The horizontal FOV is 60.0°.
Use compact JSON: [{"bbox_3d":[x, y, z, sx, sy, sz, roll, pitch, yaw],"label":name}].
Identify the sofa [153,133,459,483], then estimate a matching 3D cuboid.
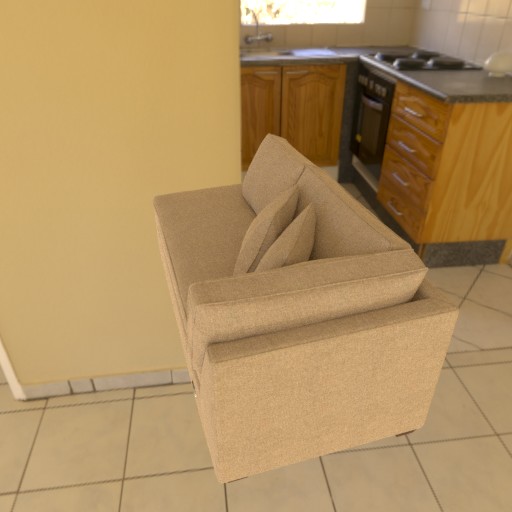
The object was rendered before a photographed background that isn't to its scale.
[{"bbox_3d":[0.000,0.000,2.750,1.110,1.019,2.238,-9,33,-14],"label":"sofa"}]
